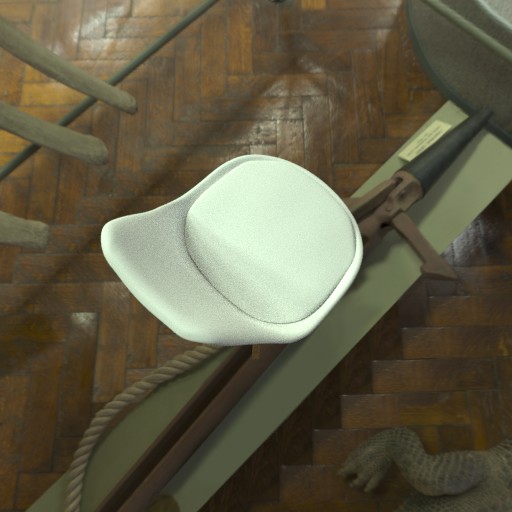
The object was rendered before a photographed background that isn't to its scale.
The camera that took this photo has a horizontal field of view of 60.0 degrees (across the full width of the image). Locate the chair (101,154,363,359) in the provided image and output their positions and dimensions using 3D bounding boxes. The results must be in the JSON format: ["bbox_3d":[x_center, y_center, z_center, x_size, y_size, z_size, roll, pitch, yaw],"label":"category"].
[{"bbox_3d":[0.000,0.000,1.185,0.485,0.849,0.550,44,79,11],"label":"chair"}]
